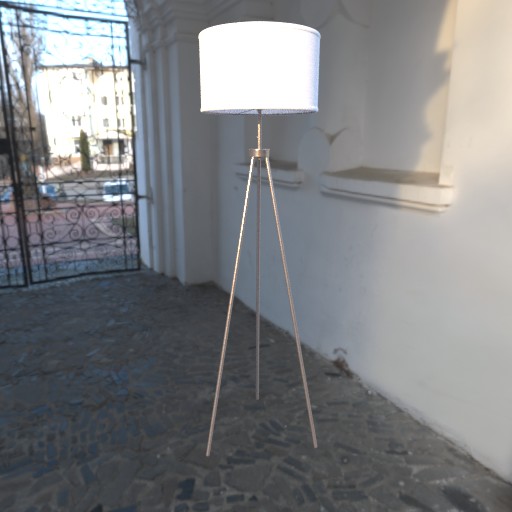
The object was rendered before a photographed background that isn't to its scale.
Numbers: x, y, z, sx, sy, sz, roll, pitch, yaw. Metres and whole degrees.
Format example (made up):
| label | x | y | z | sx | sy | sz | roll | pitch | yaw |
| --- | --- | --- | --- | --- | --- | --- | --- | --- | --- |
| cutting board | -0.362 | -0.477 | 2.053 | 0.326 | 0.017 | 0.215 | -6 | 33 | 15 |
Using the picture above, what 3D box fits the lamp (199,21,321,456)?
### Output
| label | x | y | z | sx | sy | sz | roll | pitch | yaw |
| --- | --- | --- | --- | --- | --- | --- | --- | --- | --- |
| lamp | 0.000 | 0.000 | 1.717 | 0.448 | 1.545 | 0.458 | -3 | 15 | -10 |
